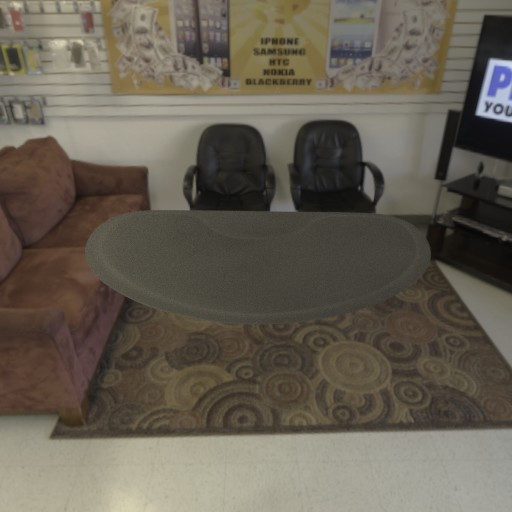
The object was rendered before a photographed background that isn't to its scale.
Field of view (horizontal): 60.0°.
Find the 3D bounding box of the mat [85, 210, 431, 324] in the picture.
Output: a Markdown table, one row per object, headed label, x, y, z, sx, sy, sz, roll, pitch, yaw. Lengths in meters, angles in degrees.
| label | x | y | z | sx | sy | sz | roll | pitch | yaw |
| --- | --- | --- | --- | --- | --- | --- | --- | --- | --- |
| mat | 0.000 | 0.000 | 1.865 | 1.524 | 0.013 | 0.913 | 1 | 30 | 2 |
